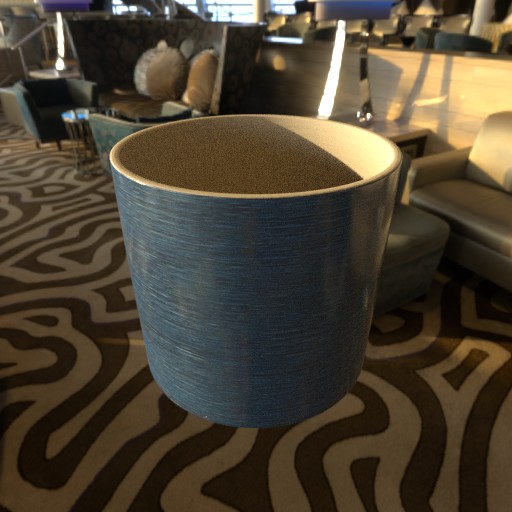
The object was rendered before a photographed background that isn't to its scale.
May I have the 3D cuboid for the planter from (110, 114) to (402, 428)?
[{"bbox_3d":[0.000,0.000,0.398,0.221,0.201,0.221,0,30,0],"label":"planter"}]
